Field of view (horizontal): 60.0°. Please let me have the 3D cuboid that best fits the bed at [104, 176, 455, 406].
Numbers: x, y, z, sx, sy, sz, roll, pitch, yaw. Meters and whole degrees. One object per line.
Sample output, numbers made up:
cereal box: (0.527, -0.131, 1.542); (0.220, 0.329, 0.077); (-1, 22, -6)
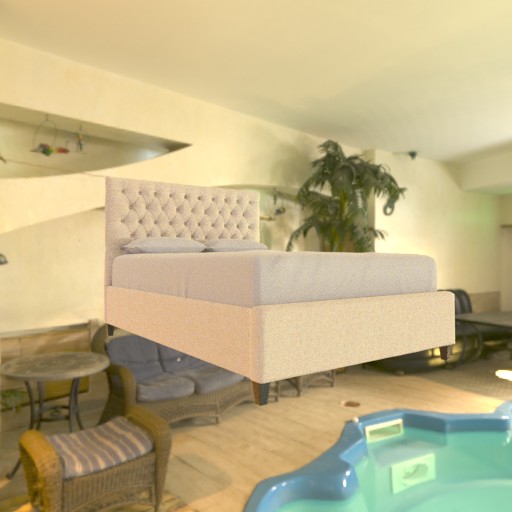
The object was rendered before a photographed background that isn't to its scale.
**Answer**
bed: (0.000, 0.000, 3.518); (1.698, 1.427, 2.387); (0, 0, -36)
